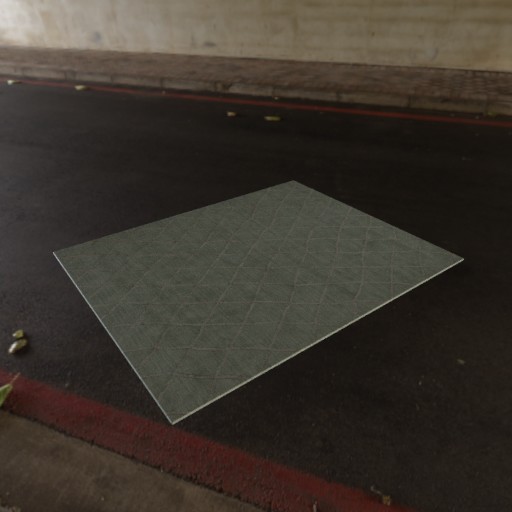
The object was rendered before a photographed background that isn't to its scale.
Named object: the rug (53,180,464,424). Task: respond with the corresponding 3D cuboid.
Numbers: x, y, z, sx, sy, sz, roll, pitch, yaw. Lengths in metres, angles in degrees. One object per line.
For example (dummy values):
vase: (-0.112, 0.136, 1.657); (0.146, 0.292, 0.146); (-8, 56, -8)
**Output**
rug: (0.000, 0.000, 4.187); (3.039, 0.019, 2.420); (-21, 37, -31)
